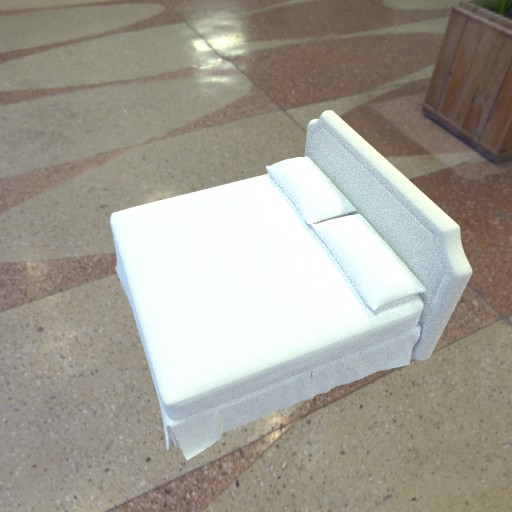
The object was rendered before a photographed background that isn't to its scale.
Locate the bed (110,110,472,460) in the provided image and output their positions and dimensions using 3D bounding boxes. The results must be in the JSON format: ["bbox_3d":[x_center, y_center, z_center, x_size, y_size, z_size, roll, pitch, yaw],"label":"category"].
[{"bbox_3d":[0.000,0.000,3.584,2.204,1.301,2.160,-17,48,-16],"label":"bed"}]
